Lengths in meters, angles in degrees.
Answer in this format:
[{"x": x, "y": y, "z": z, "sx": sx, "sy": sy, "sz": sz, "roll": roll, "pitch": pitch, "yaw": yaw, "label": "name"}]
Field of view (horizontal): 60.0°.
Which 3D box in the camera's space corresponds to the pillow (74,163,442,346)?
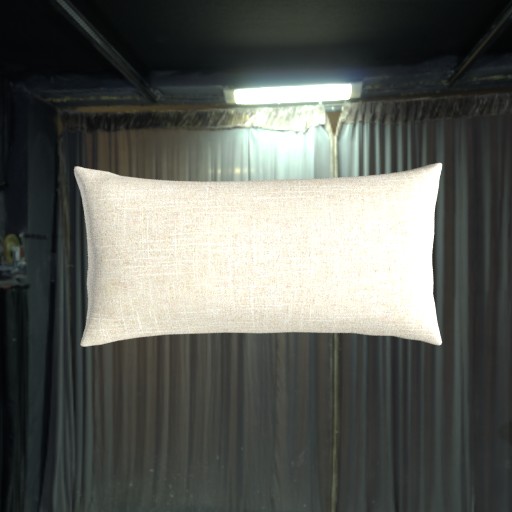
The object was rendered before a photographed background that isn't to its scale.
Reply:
[{"x": 0.000, "y": 0.000, "z": 1.042, "sx": 0.859, "sy": 0.429, "sz": 0.197, "roll": 0, "pitch": 0, "yaw": 2, "label": "pillow"}]
